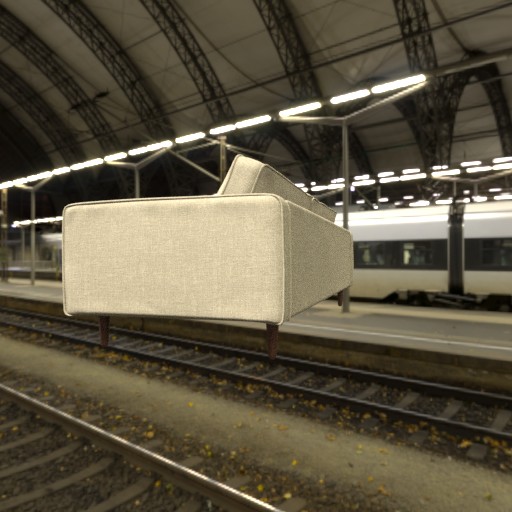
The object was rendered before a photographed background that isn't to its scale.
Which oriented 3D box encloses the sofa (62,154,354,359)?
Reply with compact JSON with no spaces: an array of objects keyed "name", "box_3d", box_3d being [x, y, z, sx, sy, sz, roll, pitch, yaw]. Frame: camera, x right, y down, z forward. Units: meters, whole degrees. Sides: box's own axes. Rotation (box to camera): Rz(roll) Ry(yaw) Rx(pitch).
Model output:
[{"name":"sofa","box_3d":[0.000,0.000,2.626,0.914,0.762,2.211,0,0,18]}]
